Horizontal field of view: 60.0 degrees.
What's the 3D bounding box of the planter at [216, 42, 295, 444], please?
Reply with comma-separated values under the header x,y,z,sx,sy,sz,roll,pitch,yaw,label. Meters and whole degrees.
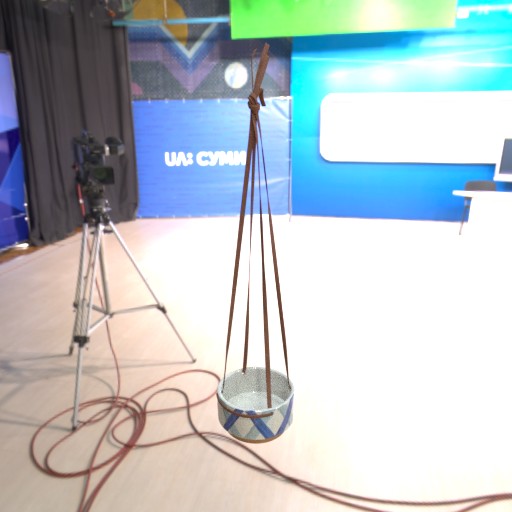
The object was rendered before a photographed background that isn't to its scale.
x,y,z,sx,sy,sz,roll,pitch,yaw,label
0.000,0.000,0.841,0.166,0.751,0.166,-9,20,-27,planter
